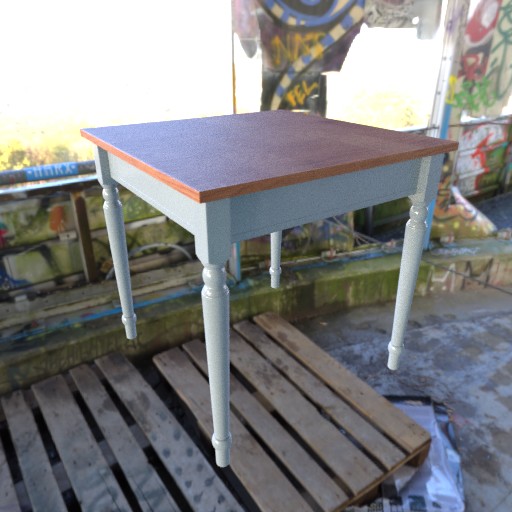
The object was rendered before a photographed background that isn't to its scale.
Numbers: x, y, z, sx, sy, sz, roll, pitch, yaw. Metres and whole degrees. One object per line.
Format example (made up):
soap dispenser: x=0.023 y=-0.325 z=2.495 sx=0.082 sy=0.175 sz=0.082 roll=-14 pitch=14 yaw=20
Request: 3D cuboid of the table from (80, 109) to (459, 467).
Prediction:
table: x=0.000 y=0.000 z=1.377 sx=0.747 sy=0.738 sz=0.747 roll=-17 pitch=30 yaw=-31
